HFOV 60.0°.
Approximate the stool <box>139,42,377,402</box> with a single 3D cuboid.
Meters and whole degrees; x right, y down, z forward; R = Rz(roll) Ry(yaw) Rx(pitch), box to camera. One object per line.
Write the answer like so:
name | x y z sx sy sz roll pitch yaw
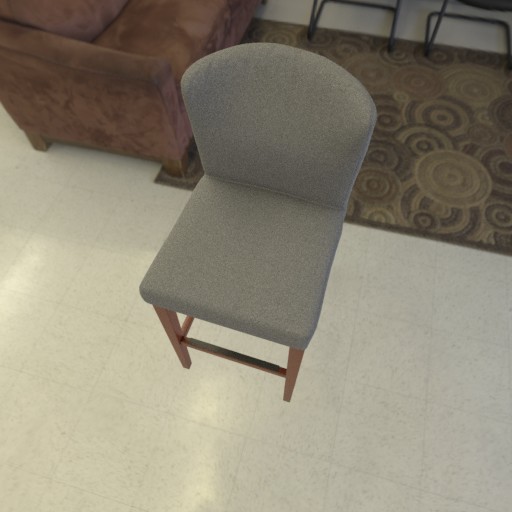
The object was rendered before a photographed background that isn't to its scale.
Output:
stool | 0.000 0.000 1.376 0.481 1.069 0.568 15 59 10
